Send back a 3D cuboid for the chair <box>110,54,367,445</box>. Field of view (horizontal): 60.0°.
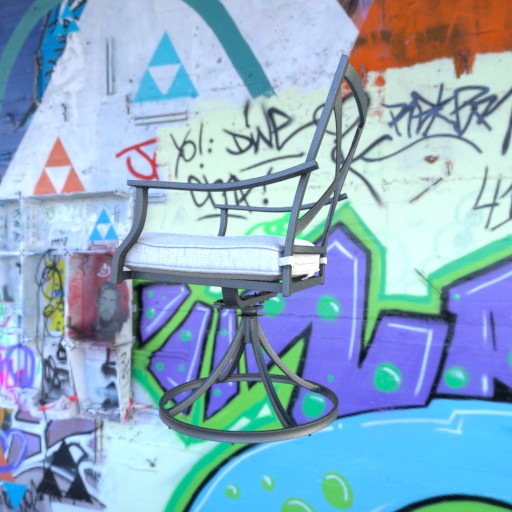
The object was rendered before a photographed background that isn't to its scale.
[{"bbox_3d":[0.000,0.000,1.294,0.620,0.889,0.575,0,0,18],"label":"chair"}]
